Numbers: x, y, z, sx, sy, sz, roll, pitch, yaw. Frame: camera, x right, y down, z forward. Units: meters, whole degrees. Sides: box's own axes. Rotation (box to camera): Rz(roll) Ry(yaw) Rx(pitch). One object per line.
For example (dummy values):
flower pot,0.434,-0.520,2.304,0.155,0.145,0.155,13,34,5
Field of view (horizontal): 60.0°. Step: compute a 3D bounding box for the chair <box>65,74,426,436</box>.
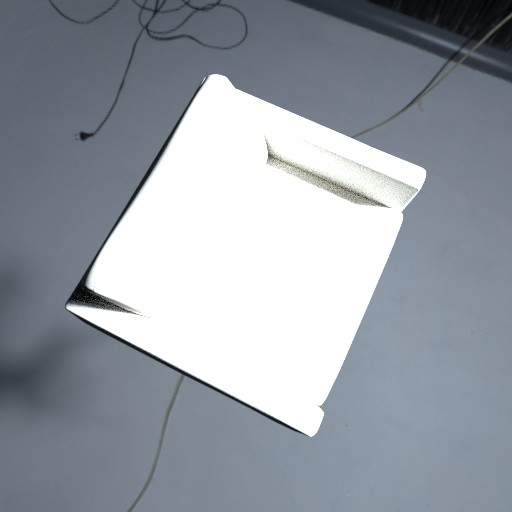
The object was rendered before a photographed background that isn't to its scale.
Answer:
chair,0.000,0.000,1.628,0.875,0.806,0.964,25,76,7
